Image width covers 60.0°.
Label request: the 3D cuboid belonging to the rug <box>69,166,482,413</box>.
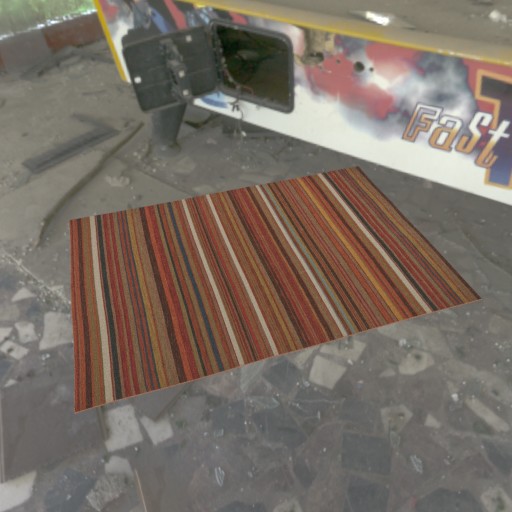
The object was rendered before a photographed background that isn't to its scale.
[{"bbox_3d":[0.000,0.000,2.288,1.828,0.007,1.217,-13,45,-13],"label":"rug"}]
